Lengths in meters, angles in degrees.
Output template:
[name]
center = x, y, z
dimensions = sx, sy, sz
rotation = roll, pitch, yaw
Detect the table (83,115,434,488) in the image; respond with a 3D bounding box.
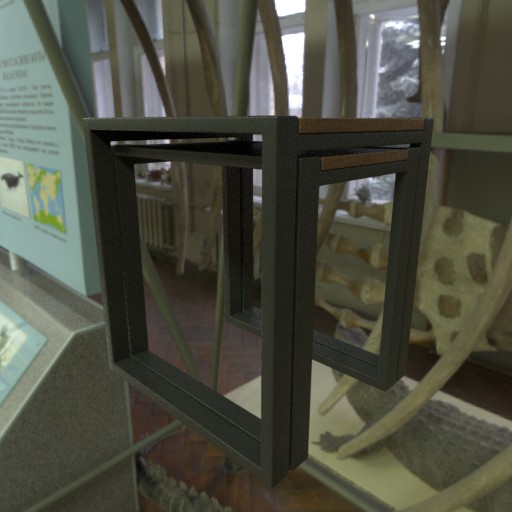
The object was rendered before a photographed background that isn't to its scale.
[table]
center = 0.000, 0.000, 0.923
dimensions = 0.500, 0.550, 0.449
rotation = 16, 23, 42
